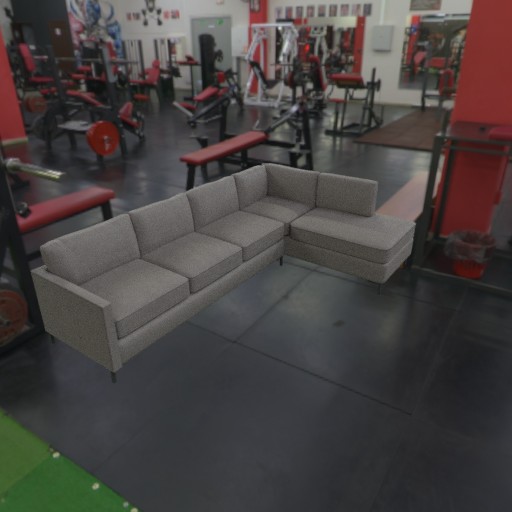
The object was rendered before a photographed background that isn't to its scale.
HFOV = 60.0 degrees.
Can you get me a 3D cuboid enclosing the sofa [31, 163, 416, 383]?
[{"bbox_3d":[0.000,0.000,4.331,2.077,0.964,3.331,18,32,31],"label":"sofa"}]
